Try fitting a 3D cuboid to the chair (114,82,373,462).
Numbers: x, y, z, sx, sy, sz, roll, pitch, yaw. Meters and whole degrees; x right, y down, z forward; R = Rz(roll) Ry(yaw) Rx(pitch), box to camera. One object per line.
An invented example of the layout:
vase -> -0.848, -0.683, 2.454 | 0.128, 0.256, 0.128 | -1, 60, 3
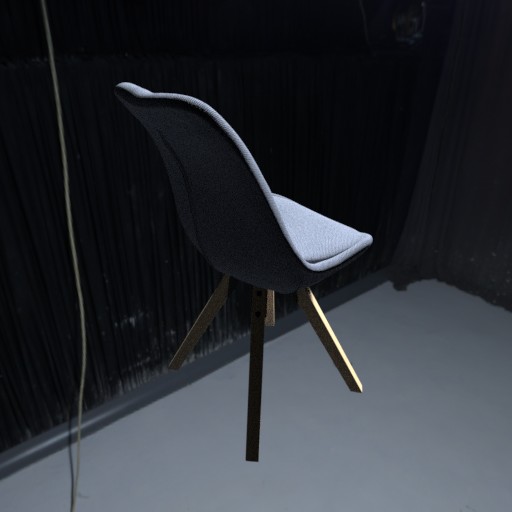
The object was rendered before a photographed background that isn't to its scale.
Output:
chair -> 0.000, 0.000, 1.147 | 0.550, 0.850, 0.485 | -19, 33, -32
